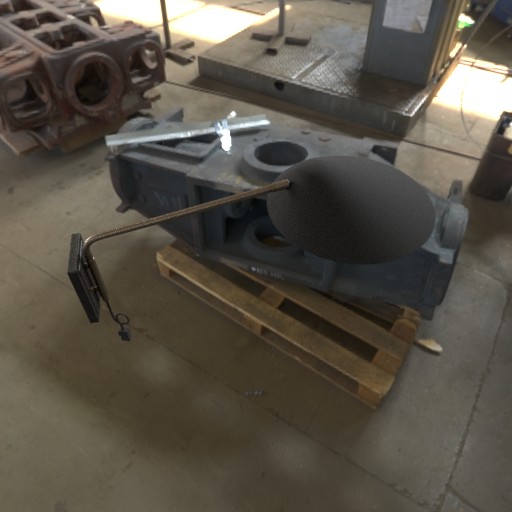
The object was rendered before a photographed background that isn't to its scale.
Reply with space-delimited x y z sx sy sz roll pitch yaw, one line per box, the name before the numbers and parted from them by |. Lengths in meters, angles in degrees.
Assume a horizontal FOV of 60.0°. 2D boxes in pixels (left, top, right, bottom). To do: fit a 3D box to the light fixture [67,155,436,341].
light fixture | 0.000 0.000 0.681 0.516 0.312 0.240 -9 47 -8
